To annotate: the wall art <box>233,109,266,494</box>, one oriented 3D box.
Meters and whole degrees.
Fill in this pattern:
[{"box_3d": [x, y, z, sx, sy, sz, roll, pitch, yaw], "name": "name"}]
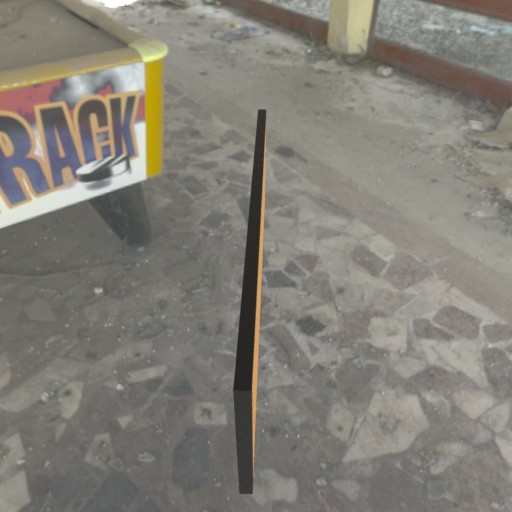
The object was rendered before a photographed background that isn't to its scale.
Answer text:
[{"box_3d": [0.000, 0.000, 1.760, 0.041, 0.554, 1.572, 1, 40, 2], "name": "wall art"}]
